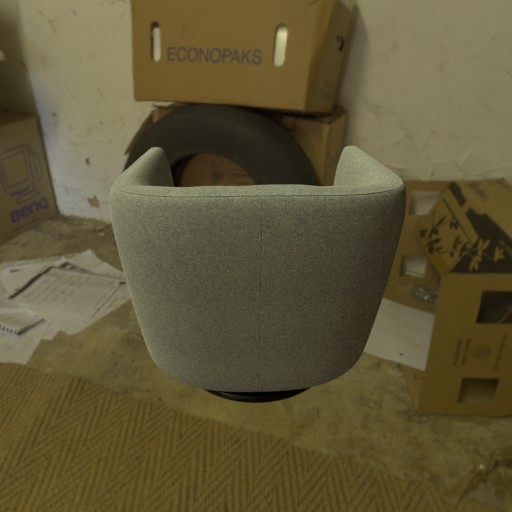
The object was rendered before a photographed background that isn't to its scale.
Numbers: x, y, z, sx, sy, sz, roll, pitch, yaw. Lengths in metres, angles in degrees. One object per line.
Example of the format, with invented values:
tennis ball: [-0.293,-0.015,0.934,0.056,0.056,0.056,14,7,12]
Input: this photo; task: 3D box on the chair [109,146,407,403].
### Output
chair: [0.000,0.000,1.602,0.822,0.861,0.986,-1,29,-1]
